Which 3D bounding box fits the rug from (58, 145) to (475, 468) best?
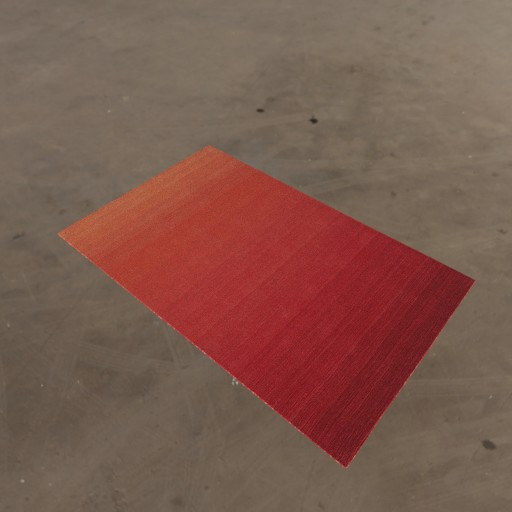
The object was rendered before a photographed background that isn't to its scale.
[{"bbox_3d":[0.000,0.000,3.020,2.442,0.010,1.531,32,54,27],"label":"rug"}]
